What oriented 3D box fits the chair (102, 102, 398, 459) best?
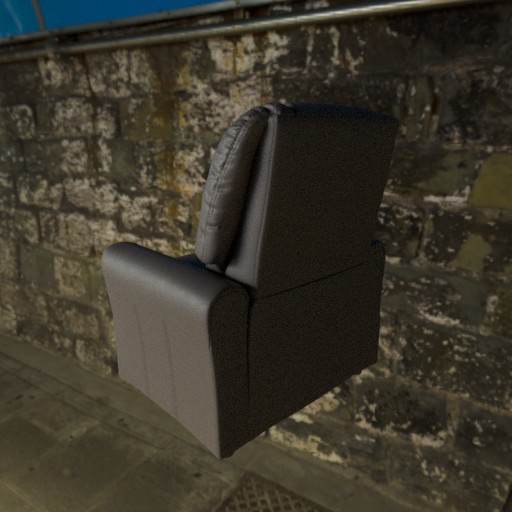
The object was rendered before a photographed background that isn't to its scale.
[{"bbox_3d":[0.000,0.000,1.111,0.610,0.709,0.521,-14,21,-42],"label":"chair"}]
